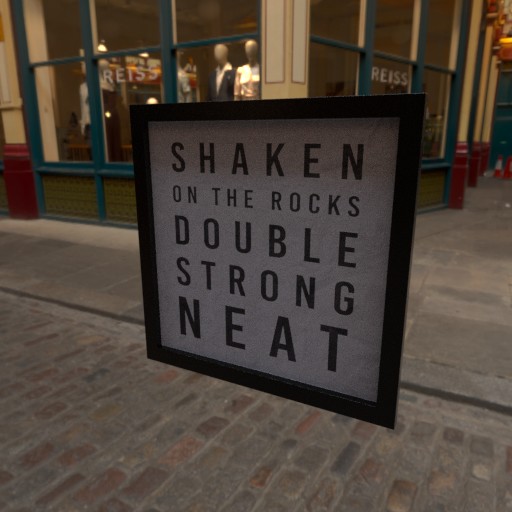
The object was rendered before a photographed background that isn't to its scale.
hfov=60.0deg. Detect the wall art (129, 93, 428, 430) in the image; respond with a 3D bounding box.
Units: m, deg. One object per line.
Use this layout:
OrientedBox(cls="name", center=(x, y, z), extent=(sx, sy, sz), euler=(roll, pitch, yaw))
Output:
OrientedBox(cls="wall art", center=(0.000, 0.000, 0.525), extent=(0.349, 0.349, 0.014), euler=(8, 17, 27))
